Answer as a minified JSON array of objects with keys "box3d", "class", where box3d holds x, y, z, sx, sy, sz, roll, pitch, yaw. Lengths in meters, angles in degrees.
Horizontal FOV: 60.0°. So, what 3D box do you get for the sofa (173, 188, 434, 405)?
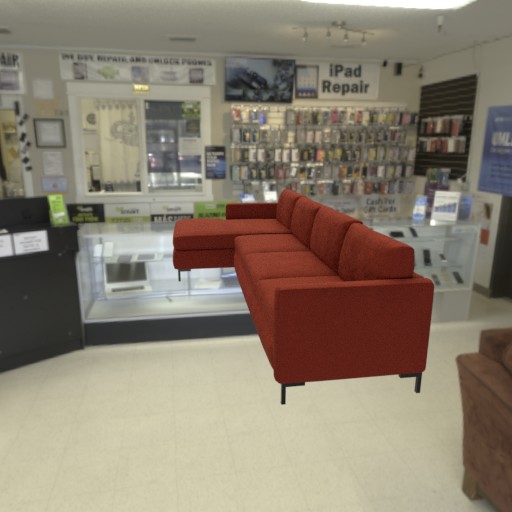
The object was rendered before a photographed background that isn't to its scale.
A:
[{"box3d":[0.000,0.000,2.936,1.136,0.663,2.467,-2,15,-8],"class":"sofa"}]
